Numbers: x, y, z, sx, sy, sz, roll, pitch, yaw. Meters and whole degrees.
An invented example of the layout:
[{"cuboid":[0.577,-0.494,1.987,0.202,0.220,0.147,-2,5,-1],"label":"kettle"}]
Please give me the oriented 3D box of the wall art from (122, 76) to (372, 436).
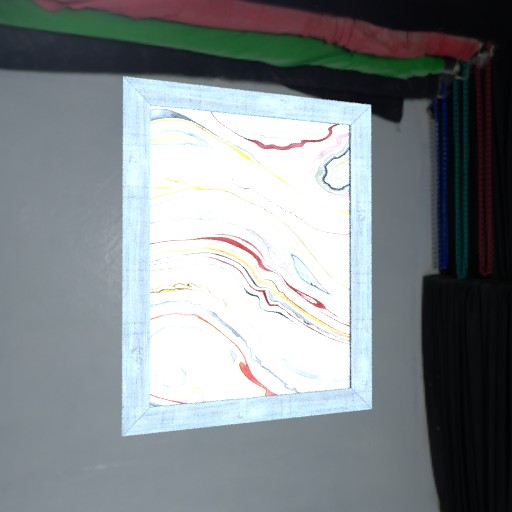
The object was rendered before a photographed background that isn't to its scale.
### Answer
[{"cuboid":[0.000,0.000,0.834,0.481,0.613,0.020,0,-1,-17],"label":"wall art"}]
